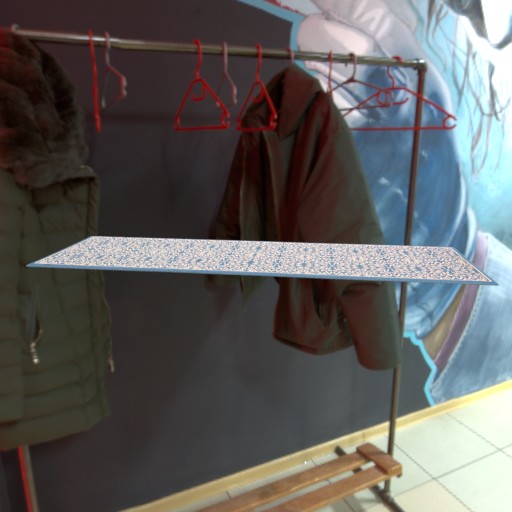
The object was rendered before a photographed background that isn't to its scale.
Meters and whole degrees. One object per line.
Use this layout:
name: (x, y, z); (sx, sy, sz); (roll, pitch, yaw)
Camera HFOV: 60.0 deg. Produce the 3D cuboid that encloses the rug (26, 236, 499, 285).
rug: (0.000, 0.000, 2.356); (2.196, 0.011, 0.662); (2, 15, 7)
